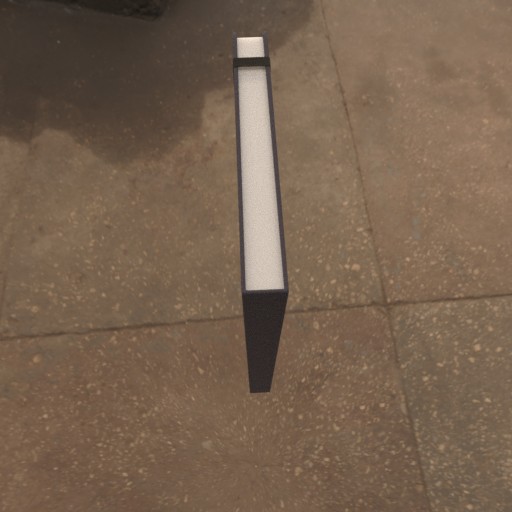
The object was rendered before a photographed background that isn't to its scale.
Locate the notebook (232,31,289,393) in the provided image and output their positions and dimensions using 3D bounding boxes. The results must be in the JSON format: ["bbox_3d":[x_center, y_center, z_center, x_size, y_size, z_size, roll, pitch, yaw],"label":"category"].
[{"bbox_3d":[0.000,0.000,0.264,0.016,0.213,0.127,-2,65,-1],"label":"notebook"}]
